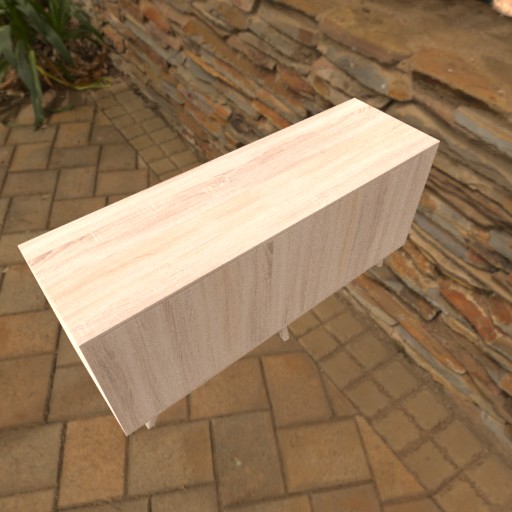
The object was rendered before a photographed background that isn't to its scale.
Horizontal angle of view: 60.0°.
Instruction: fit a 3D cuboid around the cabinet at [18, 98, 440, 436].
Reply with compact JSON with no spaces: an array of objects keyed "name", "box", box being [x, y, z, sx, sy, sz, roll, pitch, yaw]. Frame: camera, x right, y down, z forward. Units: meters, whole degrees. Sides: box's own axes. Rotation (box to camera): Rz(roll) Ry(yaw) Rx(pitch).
[{"name":"cabinet","box":[0.000,0.000,1.990,1.650,0.780,0.500,-30,54,-25]}]
